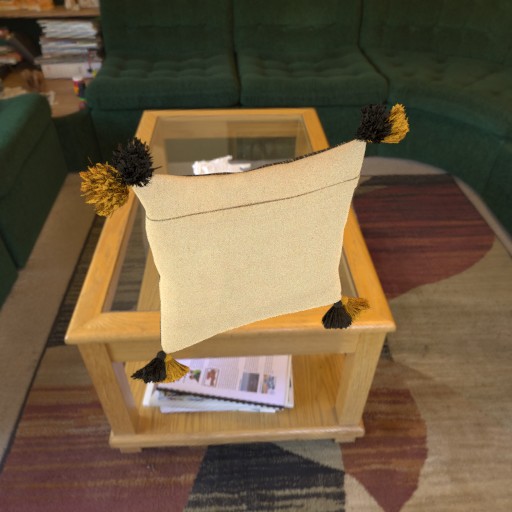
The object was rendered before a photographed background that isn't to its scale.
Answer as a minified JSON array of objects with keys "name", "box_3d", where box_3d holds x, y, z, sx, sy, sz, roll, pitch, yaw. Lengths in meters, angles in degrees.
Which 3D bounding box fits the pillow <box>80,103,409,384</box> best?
[{"name":"pillow","box_3d":[0.000,0.000,0.980,0.654,0.659,0.139,-14,43,-15]}]
